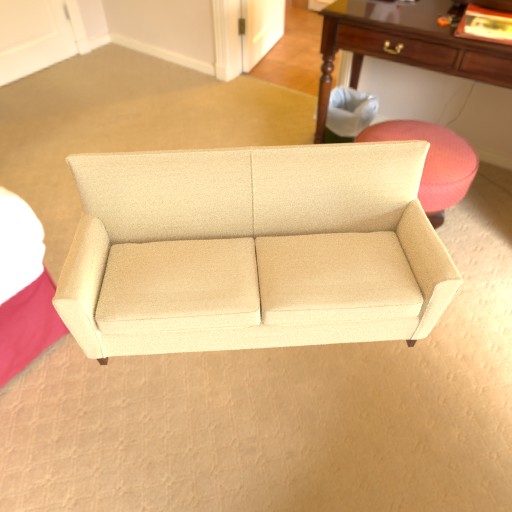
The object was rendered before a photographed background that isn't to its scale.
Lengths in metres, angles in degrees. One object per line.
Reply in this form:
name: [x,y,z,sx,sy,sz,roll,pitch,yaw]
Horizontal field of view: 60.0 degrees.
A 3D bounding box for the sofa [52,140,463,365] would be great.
sofa: [0.000,0.000,2.482,2.001,0.907,0.841,-3,46,-3]
